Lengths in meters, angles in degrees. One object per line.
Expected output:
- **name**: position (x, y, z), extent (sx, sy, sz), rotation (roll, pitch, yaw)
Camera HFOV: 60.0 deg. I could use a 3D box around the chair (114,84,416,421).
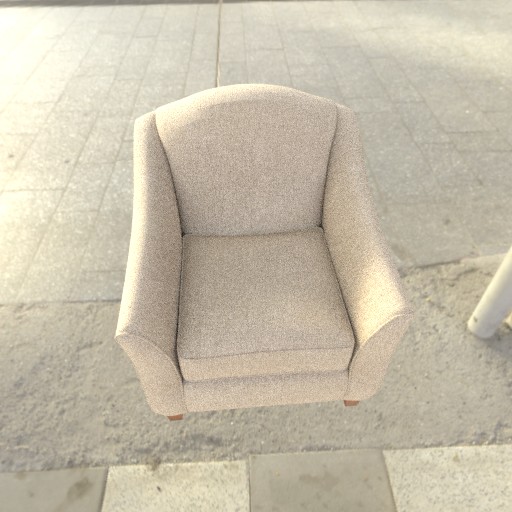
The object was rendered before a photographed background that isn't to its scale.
- **chair**: position (0.000, 0.000, 1.451), extent (0.763, 0.839, 0.787), rotation (-3, 45, -3)
